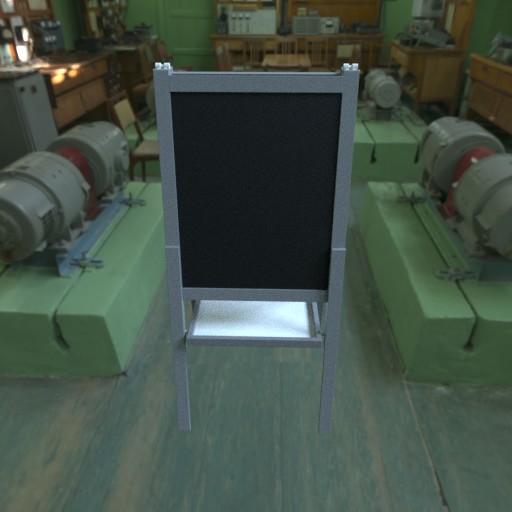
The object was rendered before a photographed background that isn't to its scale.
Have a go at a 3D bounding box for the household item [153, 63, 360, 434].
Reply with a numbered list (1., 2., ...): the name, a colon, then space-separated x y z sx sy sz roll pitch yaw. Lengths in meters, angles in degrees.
1. household item: 0.000 0.000 1.457 0.531 1.172 0.469 1 31 1
